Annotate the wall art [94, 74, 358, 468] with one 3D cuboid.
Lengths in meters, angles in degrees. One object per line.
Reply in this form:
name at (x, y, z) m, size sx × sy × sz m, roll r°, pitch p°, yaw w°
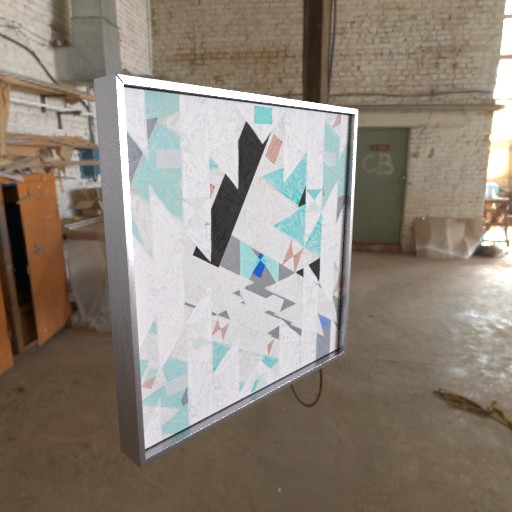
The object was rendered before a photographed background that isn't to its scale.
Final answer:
wall art at (0.000, 0.000, 0.515) m, size 0.038 × 0.350 × 0.350 m, roll 12°, pitch 17°, yaw 43°
